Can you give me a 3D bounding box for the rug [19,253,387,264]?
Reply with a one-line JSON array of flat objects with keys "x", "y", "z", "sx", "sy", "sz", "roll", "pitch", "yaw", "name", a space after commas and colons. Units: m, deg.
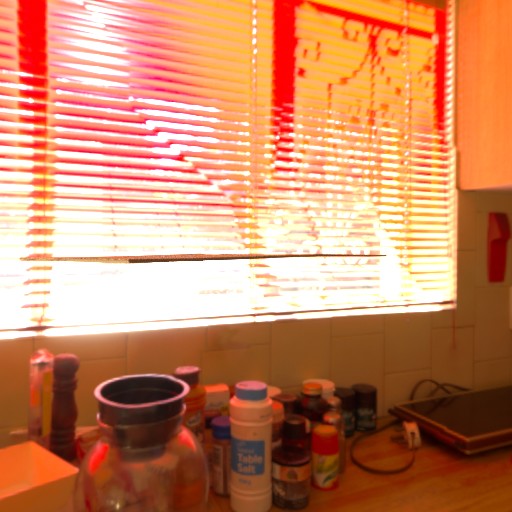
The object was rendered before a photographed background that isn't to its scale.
[{"x": 0.000, "y": 0.000, "z": 2.525, "sx": 0.692, "sy": 0.032, "sz": 2.320, "roll": 0, "pitch": 1, "yaw": 36, "name": "rug"}]
